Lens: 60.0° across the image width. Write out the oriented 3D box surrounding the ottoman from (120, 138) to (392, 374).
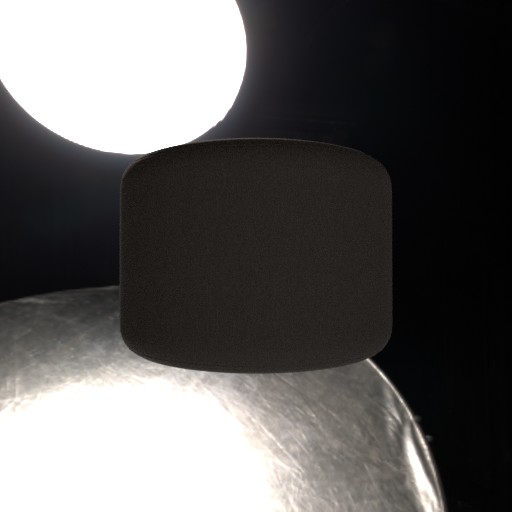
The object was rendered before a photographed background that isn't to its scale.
[{"bbox_3d":[0.000,0.000,1.035,0.608,0.433,0.608,0,-1,0],"label":"ottoman"}]
